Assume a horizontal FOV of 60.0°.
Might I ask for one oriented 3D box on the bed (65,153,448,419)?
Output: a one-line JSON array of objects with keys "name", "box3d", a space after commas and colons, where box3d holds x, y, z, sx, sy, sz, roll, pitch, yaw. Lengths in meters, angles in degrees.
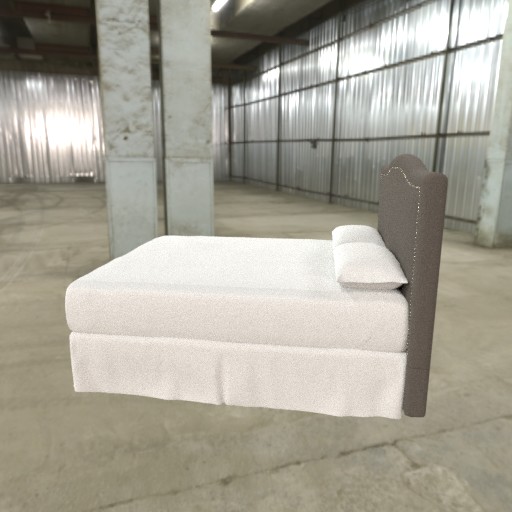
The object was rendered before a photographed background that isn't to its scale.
[{"name": "bed", "box3d": [0.000, 0.000, 3.080, 2.036, 1.387, 1.666, 2, 13, 8]}]
